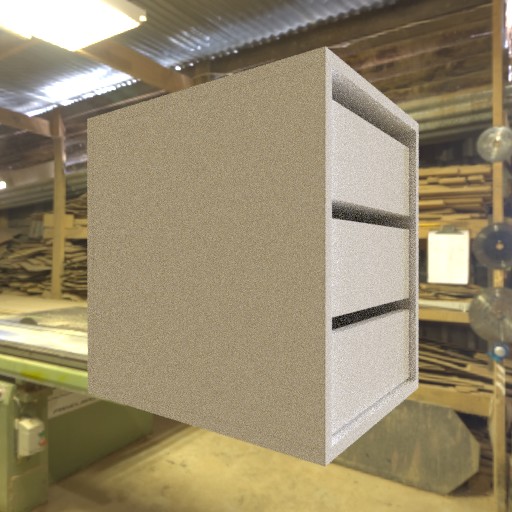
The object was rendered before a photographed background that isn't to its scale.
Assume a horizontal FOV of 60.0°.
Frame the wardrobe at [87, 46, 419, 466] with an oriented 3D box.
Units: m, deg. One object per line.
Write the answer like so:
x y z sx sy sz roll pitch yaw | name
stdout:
0.000 0.000 0.856 0.500 0.520 0.400 0 0 36 | wardrobe
